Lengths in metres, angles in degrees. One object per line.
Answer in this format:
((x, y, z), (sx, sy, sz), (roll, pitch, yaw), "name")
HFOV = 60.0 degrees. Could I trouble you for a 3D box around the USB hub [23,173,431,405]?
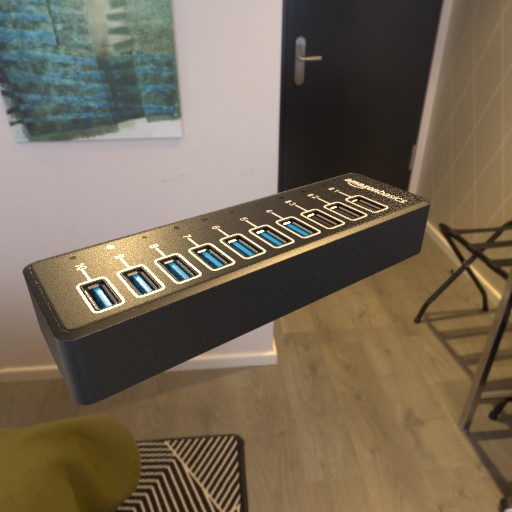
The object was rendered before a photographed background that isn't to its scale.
((0.000, 0.000, 0.161), (0.145, 0.023, 0.044), (-20, 36, -30), "USB hub")
